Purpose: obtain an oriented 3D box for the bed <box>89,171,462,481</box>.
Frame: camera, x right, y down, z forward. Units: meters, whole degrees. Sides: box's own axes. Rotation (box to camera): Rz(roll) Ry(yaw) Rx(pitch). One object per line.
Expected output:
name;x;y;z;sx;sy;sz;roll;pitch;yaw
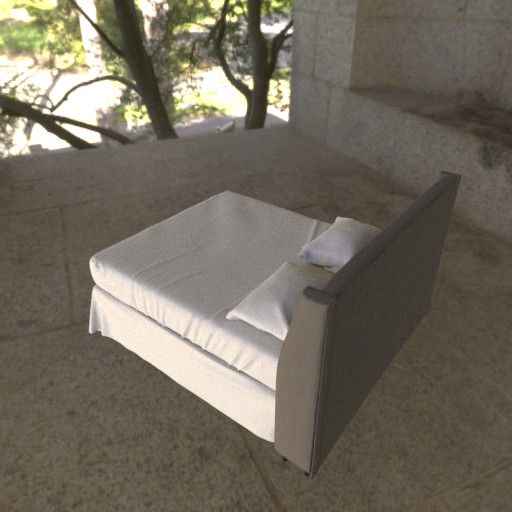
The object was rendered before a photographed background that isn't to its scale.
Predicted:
bed;0.000;0.000;3.435;2.276;1.332;1.925;22;38;31
